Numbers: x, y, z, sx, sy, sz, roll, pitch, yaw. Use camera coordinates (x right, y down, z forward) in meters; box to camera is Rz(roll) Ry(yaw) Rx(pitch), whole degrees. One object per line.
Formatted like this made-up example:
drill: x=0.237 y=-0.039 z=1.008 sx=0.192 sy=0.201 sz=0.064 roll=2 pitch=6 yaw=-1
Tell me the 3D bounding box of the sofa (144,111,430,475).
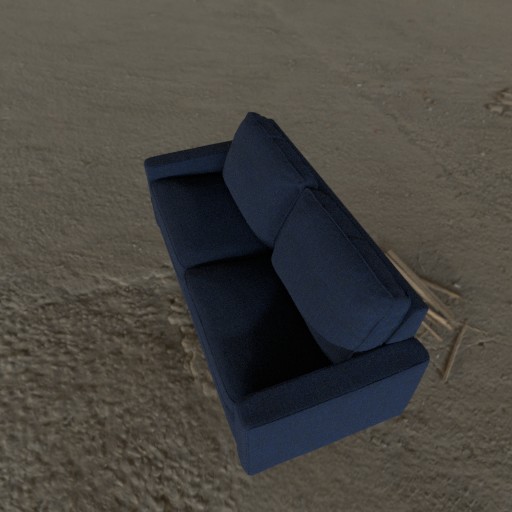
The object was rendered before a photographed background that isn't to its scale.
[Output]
sofa: x=0.000 y=0.000 z=2.632 sx=0.940 sy=0.919 sz=2.080 roll=-16 pitch=48 yaw=-15
